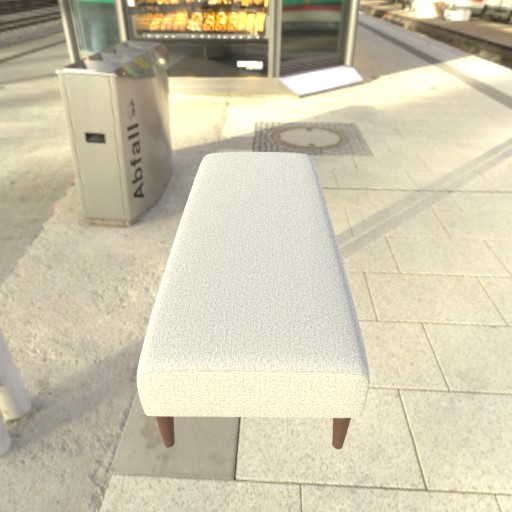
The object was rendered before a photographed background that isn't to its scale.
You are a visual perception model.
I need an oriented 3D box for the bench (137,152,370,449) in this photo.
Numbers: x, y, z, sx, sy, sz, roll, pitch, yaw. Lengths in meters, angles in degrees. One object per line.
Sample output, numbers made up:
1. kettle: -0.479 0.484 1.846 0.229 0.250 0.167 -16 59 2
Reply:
1. bench: 0.000 0.000 1.863 0.631 0.383 1.598 0 32 1
